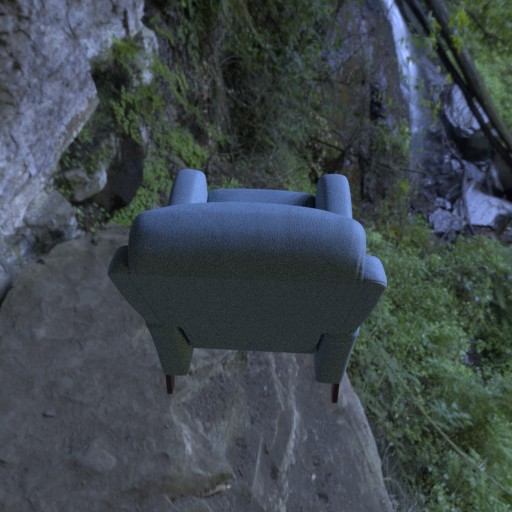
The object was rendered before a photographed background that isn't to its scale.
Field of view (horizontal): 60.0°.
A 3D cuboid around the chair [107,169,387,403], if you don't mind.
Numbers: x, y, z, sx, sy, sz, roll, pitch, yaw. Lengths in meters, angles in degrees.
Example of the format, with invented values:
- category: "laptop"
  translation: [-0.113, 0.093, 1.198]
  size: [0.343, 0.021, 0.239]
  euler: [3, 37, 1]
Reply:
- category: "chair"
  translation: [0.000, 0.000, 1.748]
  size: [0.785, 1.067, 0.988]
  euler: [2, 46, 2]
